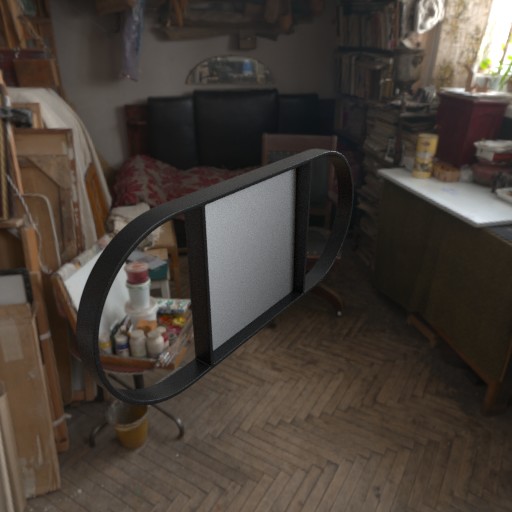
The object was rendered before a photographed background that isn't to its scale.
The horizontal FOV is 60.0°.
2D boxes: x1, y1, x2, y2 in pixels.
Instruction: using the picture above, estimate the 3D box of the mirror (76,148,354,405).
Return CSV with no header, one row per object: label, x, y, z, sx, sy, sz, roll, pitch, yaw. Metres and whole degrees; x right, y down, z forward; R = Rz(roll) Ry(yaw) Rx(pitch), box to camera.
mirror,0.000,0.000,0.671,0.032,0.254,0.584,19,33,33
